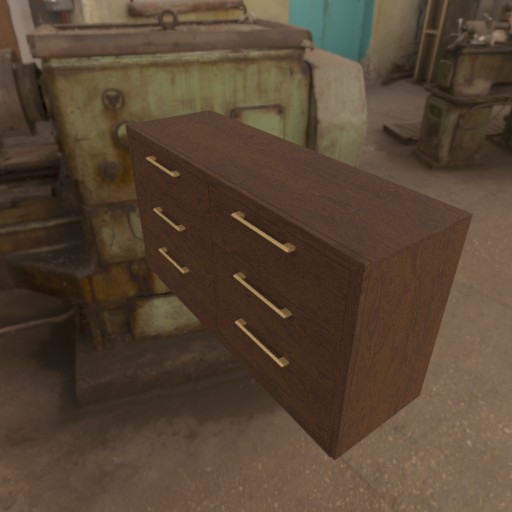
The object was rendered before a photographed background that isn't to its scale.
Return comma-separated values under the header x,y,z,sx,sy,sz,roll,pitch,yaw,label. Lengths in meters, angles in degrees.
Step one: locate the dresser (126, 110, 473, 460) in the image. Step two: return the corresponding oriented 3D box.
x,y,z,sx,sy,sz,roll,pitch,yaw,label
0.000,0.000,1.969,0.512,0.889,1.523,-21,38,-30,dresser
